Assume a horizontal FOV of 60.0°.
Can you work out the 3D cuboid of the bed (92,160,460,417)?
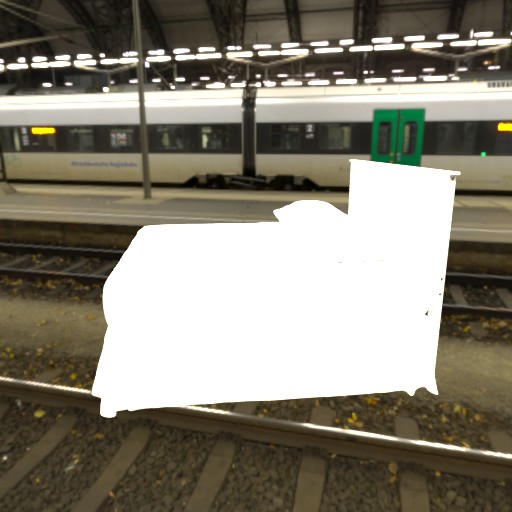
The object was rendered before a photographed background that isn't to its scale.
[{"bbox_3d":[0.000,0.000,3.158,2.047,1.269,1.876,-2,15,-7],"label":"bed"}]
